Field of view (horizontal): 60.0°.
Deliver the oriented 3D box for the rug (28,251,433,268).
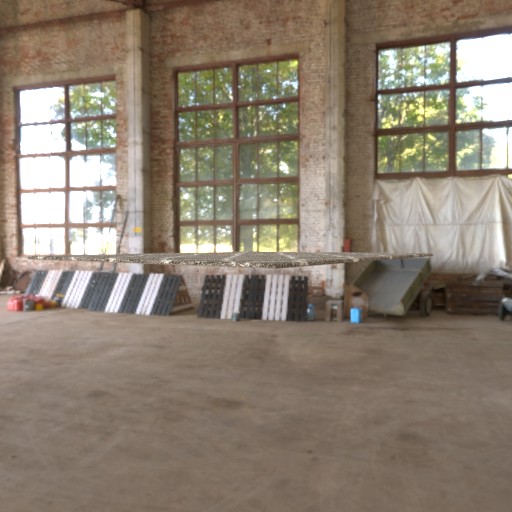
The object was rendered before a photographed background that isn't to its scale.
[{"bbox_3d":[0.000,0.000,4.146,2.438,0.029,3.047,1,2,36],"label":"rug"}]
